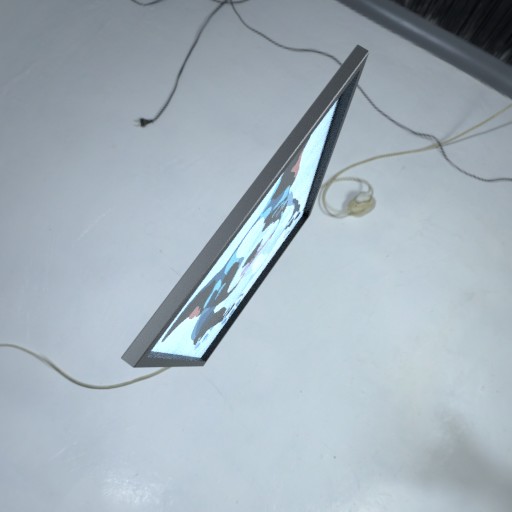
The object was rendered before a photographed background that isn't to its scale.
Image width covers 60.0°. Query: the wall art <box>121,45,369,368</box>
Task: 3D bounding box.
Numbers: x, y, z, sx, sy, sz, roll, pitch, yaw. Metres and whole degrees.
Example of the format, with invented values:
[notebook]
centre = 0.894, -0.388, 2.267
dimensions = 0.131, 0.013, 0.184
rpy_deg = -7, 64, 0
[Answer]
[wall art]
centre = 0.000, 0.000, 1.339
dimensions = 0.030, 1.027, 0.774
rpy_deg = 34, 79, 8
